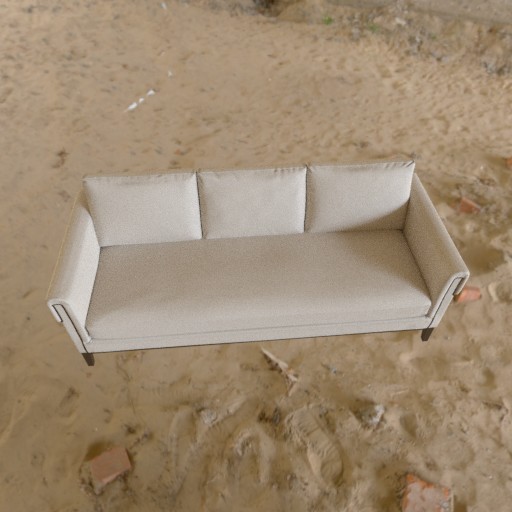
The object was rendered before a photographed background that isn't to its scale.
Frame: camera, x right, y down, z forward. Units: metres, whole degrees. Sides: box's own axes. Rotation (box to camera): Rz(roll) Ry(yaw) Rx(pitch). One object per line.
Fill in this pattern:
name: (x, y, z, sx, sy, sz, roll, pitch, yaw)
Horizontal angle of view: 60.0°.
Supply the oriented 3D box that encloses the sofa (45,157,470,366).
sofa: (0.000, 0.000, 2.707, 2.198, 0.911, 0.902, -4, 47, -3)
